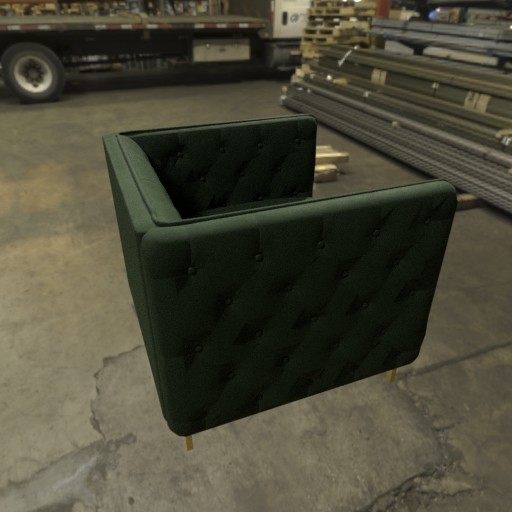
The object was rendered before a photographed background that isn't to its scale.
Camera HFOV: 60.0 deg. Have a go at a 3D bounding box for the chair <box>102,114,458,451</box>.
[{"bbox_3d":[0.000,0.000,1.563,0.855,0.768,0.917,-12,33,-18],"label":"chair"}]
